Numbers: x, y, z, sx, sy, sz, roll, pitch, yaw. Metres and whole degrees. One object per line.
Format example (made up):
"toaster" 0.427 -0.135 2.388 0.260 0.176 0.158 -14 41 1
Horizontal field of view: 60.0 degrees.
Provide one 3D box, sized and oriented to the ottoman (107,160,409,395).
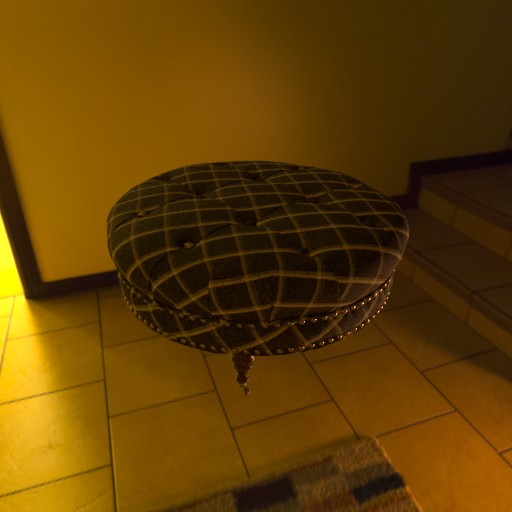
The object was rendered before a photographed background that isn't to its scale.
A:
"ottoman" 0.000 0.000 1.427 0.901 0.439 0.901 0 29 0
